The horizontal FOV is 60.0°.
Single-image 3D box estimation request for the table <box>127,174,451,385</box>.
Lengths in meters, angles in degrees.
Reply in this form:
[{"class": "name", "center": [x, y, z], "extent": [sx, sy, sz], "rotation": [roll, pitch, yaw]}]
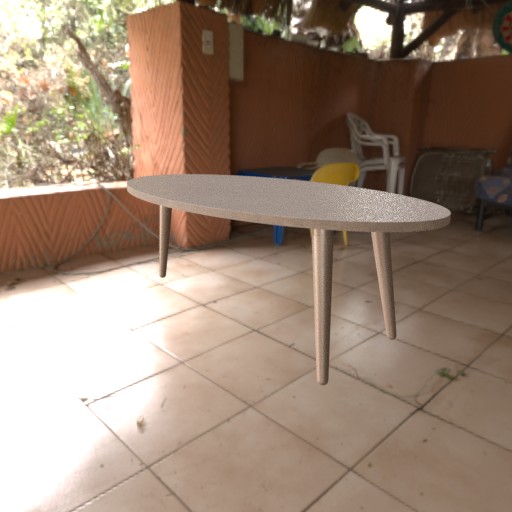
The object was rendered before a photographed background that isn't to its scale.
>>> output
[{"class": "table", "center": [0.000, 0.000, 1.318], "extent": [0.542, 0.390, 1.083], "rotation": [-16, 23, -43]}]
